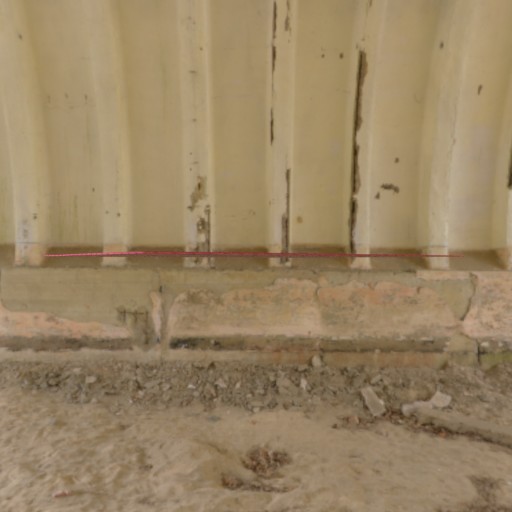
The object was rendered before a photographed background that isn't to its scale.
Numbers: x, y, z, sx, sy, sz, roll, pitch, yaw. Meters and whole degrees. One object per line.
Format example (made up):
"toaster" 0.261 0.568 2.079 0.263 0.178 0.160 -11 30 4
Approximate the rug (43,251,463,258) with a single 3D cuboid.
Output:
"rug" 0.000 0.000 4.288 3.306 0.011 2.389 0 -1 -37
